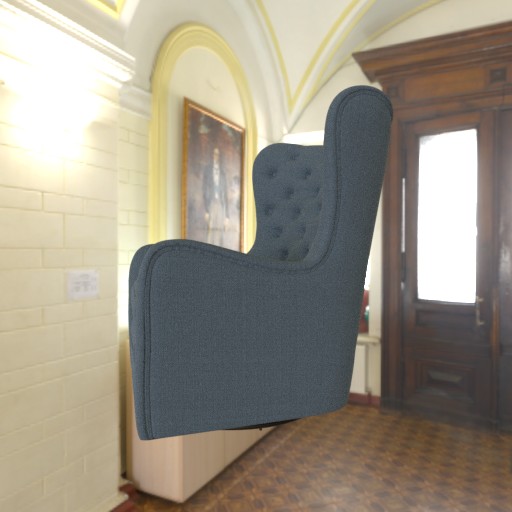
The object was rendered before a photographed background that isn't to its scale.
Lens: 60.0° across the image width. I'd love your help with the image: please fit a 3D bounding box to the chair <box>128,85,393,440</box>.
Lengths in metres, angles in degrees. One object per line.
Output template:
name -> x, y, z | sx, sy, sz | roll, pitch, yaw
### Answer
chair -> 0.000, 0.000, 1.699 | 0.930, 1.079, 0.831 | 0, 0, -17
